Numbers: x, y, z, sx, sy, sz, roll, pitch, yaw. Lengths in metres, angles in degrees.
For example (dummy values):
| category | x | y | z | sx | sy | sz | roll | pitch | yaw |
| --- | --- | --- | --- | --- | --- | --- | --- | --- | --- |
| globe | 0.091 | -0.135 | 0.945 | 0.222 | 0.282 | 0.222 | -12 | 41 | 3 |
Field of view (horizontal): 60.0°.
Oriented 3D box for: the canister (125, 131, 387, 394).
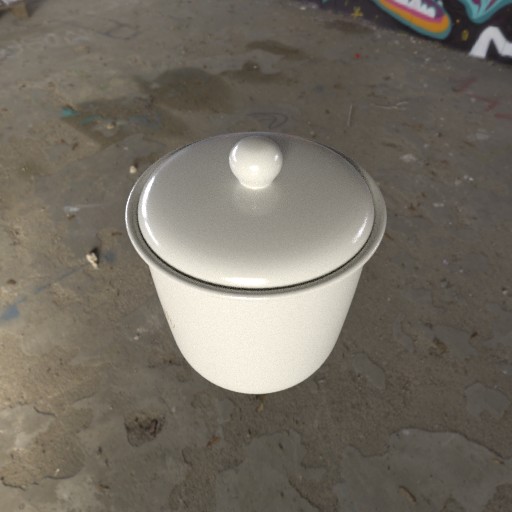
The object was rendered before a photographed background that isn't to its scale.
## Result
| category | x | y | z | sx | sy | sz | roll | pitch | yaw |
| --- | --- | --- | --- | --- | --- | --- | --- | --- | --- |
| canister | 0.000 | 0.000 | 0.356 | 0.182 | 0.208 | 0.182 | 0 | 46 | 0 |
